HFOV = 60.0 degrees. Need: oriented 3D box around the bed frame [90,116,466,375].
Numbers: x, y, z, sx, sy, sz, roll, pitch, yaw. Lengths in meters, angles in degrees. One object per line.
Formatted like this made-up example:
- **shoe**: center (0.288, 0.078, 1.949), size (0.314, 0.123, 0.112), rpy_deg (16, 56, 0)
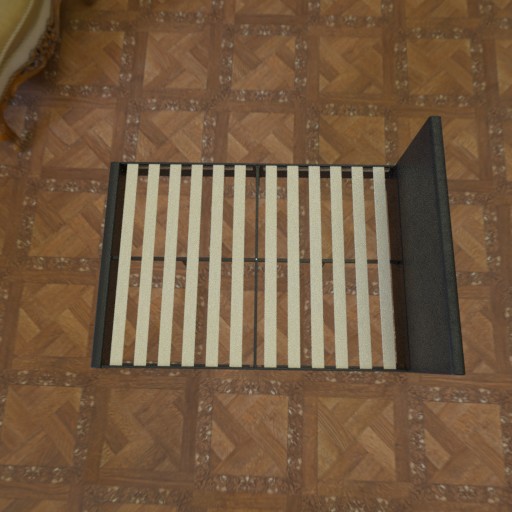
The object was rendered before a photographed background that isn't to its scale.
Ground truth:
- **bed frame**: center (0.000, 0.000, 2.925), size (2.152, 1.046, 1.469), rpy_deg (1, 76, 0)
